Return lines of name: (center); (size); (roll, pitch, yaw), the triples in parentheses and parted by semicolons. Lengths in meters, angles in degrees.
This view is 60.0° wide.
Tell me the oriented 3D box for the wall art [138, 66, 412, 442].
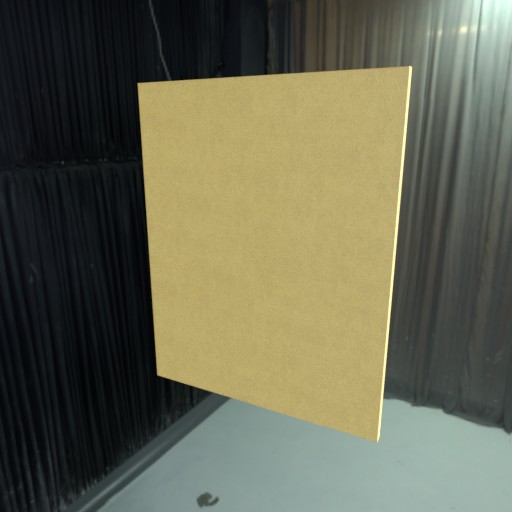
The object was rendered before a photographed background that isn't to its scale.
wall art: (0.000, 0.000, 1.325); (0.798, 1.002, 0.030); (8, 17, 26)
